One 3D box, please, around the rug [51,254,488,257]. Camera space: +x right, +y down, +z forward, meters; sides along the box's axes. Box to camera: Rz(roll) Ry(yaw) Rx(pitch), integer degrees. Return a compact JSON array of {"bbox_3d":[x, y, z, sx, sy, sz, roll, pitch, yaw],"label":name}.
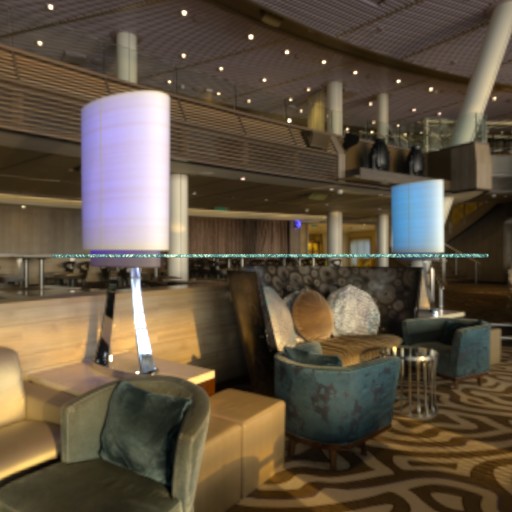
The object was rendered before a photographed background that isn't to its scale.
[{"bbox_3d":[0.000,0.000,2.548,2.286,0.016,0.676,0,0,18],"label":"rug"}]
